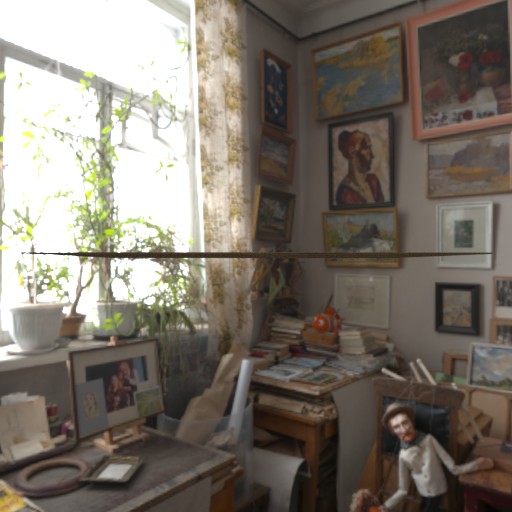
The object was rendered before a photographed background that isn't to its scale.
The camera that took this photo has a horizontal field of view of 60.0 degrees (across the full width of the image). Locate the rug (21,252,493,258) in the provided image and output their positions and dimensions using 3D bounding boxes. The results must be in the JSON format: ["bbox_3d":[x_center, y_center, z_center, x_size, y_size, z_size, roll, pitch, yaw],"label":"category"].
[{"bbox_3d":[0.000,0.000,2.326,1.827,0.006,1.221,0,-1,-2],"label":"rug"}]
